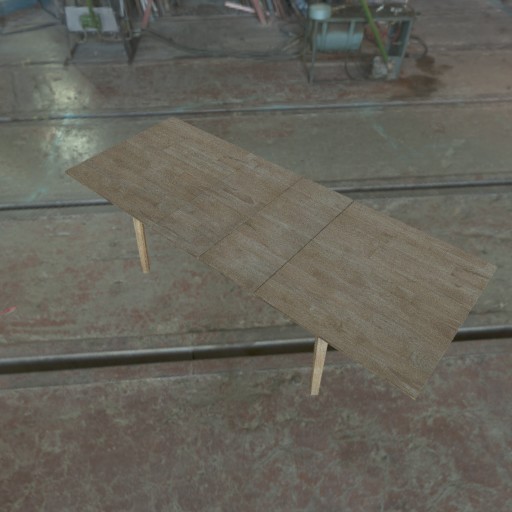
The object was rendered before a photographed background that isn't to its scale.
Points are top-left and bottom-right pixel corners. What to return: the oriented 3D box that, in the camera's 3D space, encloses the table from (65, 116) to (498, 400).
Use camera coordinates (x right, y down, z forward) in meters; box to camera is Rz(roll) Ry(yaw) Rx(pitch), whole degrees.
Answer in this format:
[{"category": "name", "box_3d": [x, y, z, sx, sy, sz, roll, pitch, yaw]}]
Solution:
[{"category": "table", "box_3d": [0.000, 0.000, 3.003, 2.603, 0.752, 1.000, 31, 53, 27]}]
